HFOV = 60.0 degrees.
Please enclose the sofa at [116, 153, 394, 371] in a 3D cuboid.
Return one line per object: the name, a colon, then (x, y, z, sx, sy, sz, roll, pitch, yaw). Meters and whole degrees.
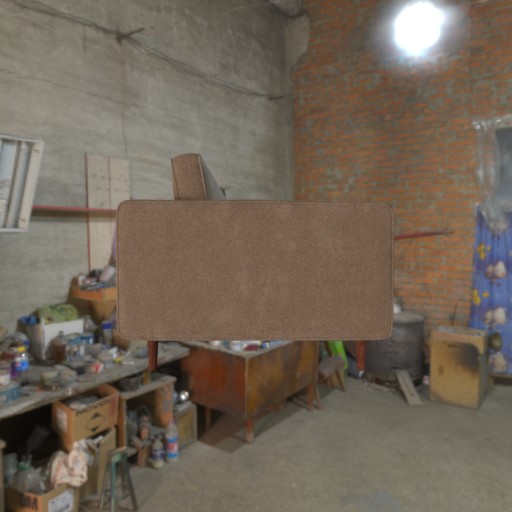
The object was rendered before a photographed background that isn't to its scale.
sofa: (0.000, 0.000, 2.330, 0.920, 0.769, 1.883, 0, 2, 0)
